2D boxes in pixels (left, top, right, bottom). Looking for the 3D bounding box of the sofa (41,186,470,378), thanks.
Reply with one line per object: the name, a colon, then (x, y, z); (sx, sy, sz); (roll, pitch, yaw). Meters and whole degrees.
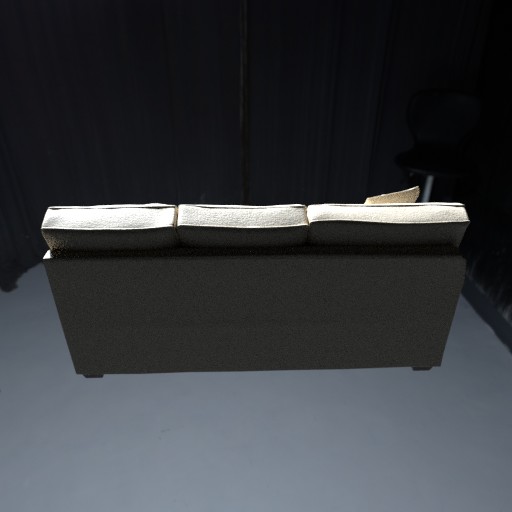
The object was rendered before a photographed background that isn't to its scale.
sofa: (0.000, 0.000, 2.569); (1.962, 0.946, 1.034); (-1, 30, -2)
